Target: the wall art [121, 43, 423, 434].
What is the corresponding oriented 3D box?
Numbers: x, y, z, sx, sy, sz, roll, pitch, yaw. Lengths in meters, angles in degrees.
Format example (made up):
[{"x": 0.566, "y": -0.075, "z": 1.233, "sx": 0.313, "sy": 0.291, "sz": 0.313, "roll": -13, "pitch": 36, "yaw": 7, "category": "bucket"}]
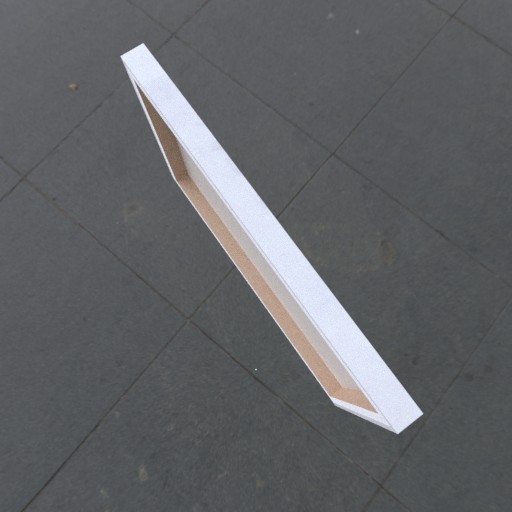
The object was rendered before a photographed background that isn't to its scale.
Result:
[{"x": 0.000, "y": 0.000, "z": 0.762, "sx": 0.038, "sy": 0.407, "sz": 0.609, "roll": -34, "pitch": 78, "yaw": -8, "category": "wall art"}]
